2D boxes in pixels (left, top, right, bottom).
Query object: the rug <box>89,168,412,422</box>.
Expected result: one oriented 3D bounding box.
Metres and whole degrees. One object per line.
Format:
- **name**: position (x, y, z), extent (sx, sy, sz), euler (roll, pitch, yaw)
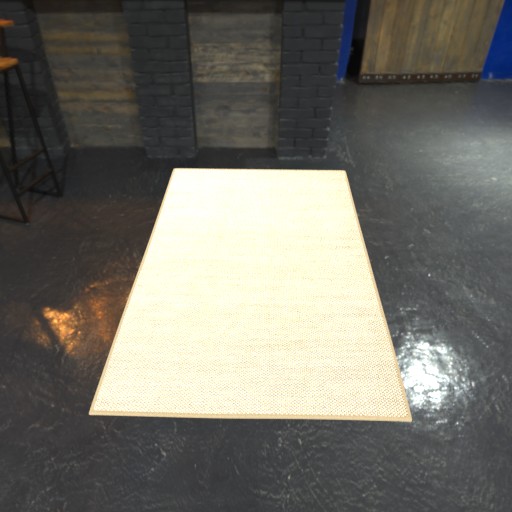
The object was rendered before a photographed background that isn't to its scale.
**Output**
- **rug**: position (0.000, 0.000, 2.086), extent (1.062, 0.013, 1.667), euler (1, 40, 1)
